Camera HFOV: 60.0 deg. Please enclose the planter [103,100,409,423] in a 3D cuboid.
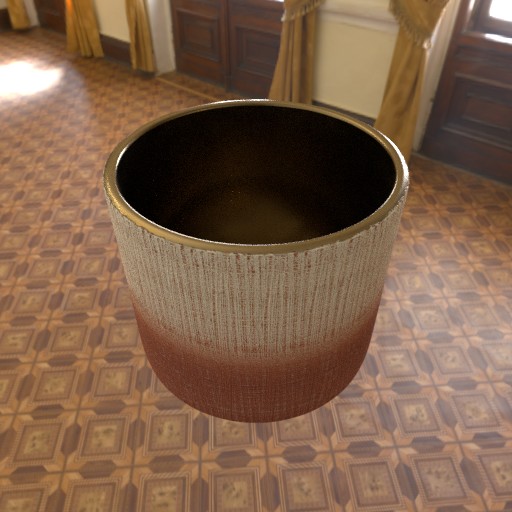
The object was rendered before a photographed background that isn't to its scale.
[{"bbox_3d":[0.000,0.000,0.442,0.254,0.221,0.254,0,41,0],"label":"planter"}]
